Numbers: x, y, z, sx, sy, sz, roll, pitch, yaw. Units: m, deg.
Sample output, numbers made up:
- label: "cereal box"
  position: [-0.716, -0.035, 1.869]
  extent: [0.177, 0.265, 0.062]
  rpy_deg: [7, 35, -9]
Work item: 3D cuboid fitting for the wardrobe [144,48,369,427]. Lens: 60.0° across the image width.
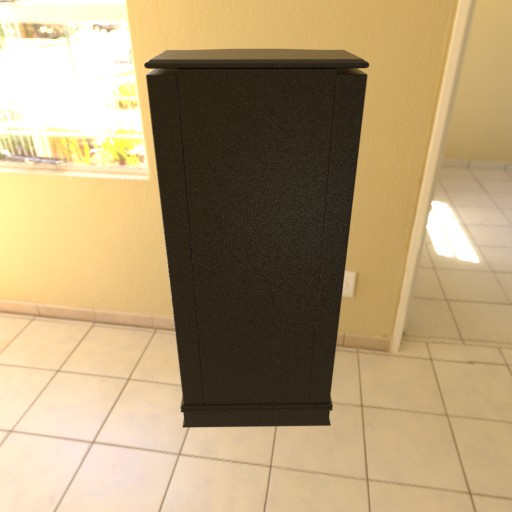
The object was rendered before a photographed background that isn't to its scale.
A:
- label: "wardrobe"
  position: [0.000, 0.000, 1.208]
  extent: [0.444, 1.011, 0.295]
  rpy_deg: [0, 30, -1]
